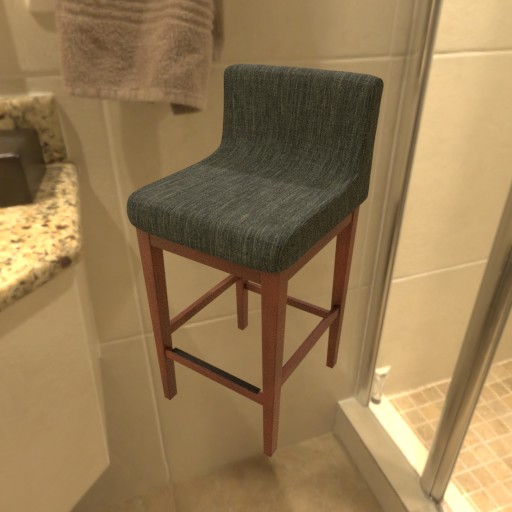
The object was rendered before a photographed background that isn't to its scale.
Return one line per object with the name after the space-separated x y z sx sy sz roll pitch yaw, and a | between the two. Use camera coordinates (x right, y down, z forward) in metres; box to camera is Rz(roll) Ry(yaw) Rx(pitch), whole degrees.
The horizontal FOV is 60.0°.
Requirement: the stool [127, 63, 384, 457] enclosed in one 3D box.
0.000 0.000 1.107 0.395 0.835 0.459 18 35 28 | stool
